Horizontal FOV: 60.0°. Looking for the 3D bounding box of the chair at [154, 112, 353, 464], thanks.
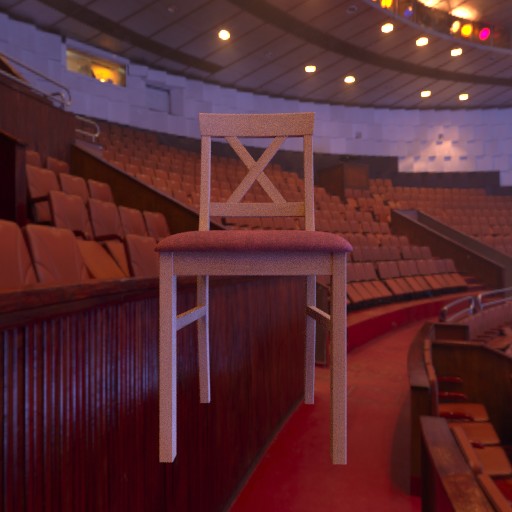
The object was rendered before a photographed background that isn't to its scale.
[{"bbox_3d":[0.000,0.000,1.191,0.439,0.912,0.492,0,0,2],"label":"chair"}]
